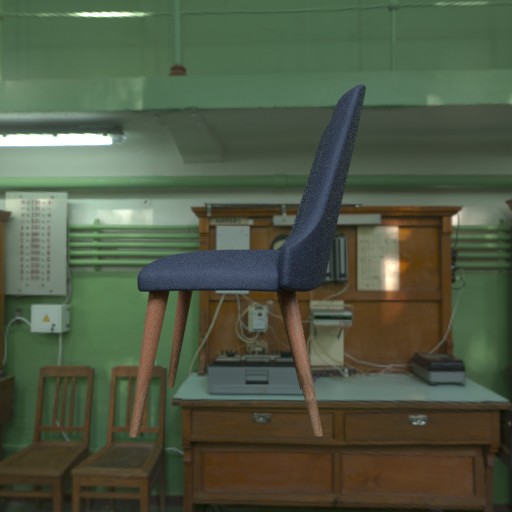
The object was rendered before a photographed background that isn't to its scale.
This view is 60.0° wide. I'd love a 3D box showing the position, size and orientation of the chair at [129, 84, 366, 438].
[{"bbox_3d":[0.000,0.000,1.189,0.567,0.820,0.504,0,-1,1],"label":"chair"}]
